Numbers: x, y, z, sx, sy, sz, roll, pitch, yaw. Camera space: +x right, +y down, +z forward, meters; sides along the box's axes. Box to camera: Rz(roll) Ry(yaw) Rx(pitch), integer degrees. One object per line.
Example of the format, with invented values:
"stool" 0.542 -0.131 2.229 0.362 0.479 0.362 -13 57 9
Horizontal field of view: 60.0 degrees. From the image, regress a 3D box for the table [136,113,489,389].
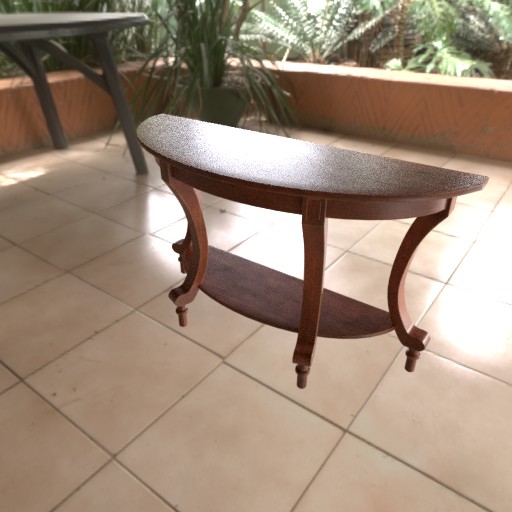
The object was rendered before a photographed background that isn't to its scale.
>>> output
"table" 0.000 0.000 1.482 1.198 0.699 0.394 20 36 30
